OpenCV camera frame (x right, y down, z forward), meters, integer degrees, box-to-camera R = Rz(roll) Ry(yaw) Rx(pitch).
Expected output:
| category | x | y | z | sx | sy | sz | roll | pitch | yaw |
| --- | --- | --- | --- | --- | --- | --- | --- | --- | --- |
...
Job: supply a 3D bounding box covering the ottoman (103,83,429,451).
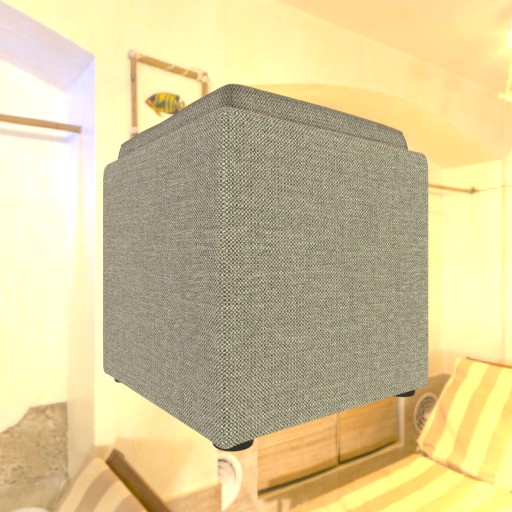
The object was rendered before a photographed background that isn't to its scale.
| category | x | y | z | sx | sy | sz | roll | pitch | yaw |
| --- | --- | --- | --- | --- | --- | --- | --- | --- | --- |
| ottoman | 0.000 | 0.000 | 0.835 | 0.436 | 0.487 | 0.454 | 0 | 0 | -37 |
